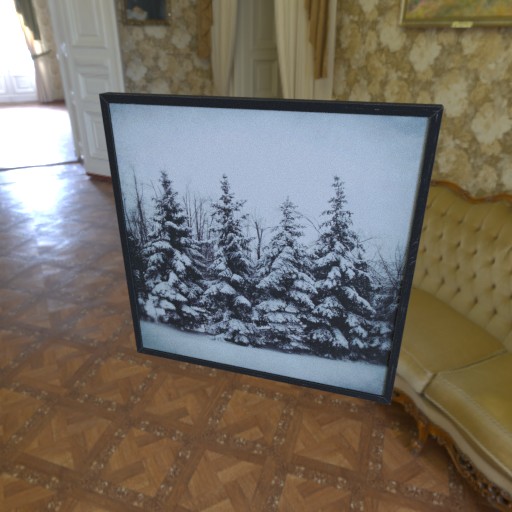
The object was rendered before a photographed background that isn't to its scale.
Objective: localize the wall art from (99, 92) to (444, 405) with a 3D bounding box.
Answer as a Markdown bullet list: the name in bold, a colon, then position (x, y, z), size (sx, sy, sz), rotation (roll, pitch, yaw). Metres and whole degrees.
- **wall art**: position (0.000, 0.000, 1.129), size (0.761, 0.761, 0.037), rotation (8, 27, 15)
